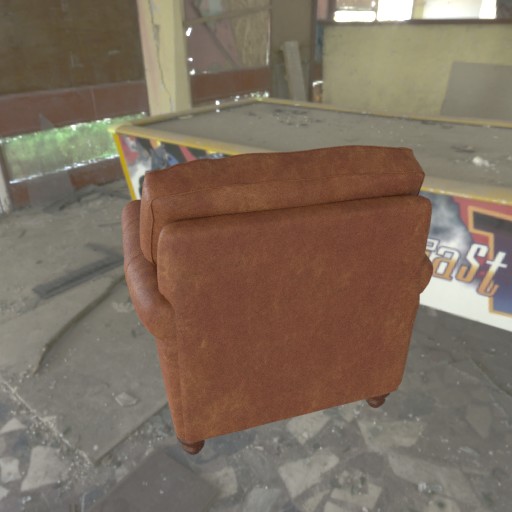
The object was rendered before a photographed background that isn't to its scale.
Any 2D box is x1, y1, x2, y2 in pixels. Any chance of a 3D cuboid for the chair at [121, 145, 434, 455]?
[{"bbox_3d":[0.000,0.000,1.728,0.983,0.962,0.986,-8,28,-15],"label":"chair"}]
